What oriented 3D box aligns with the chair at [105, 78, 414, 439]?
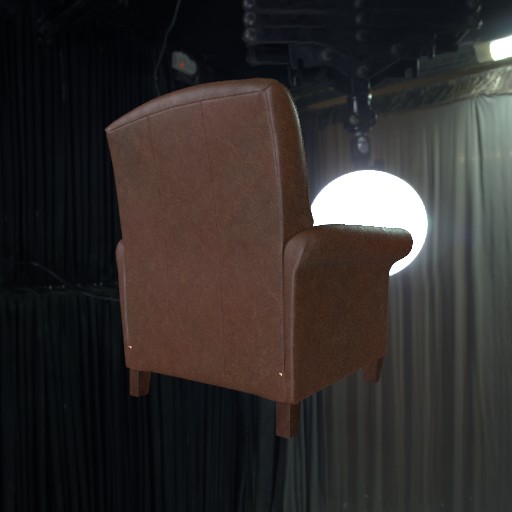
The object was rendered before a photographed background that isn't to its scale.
[{"bbox_3d":[0.000,0.000,1.756,0.978,1.061,0.902,0,0,36],"label":"chair"}]
